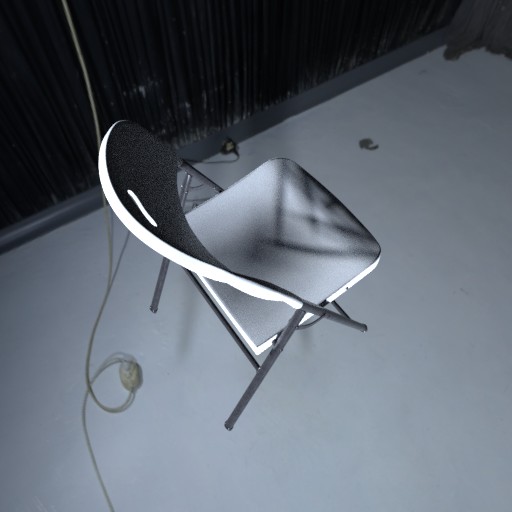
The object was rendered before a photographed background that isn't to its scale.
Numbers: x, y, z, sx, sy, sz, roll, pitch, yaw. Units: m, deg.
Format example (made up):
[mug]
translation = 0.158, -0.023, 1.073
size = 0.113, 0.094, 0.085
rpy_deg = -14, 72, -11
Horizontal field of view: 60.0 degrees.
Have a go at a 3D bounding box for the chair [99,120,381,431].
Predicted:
[chair]
translation = 0.000, 0.000, 1.148
size = 0.566, 0.810, 0.494
rpy_deg = -31, 63, -18
